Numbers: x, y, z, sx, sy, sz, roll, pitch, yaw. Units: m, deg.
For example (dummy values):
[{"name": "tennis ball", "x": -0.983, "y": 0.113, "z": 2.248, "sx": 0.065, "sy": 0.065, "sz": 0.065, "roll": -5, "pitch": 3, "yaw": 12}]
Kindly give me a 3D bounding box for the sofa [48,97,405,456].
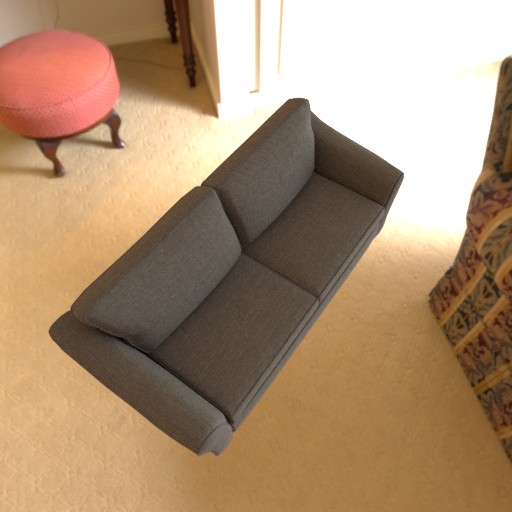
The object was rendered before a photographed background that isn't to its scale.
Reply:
[{"name": "sofa", "x": 0.000, "y": 0.000, "z": 2.773, "sx": 0.971, "sy": 0.950, "sz": 2.270, "roll": 31, "pitch": 62, "yaw": 19}]
